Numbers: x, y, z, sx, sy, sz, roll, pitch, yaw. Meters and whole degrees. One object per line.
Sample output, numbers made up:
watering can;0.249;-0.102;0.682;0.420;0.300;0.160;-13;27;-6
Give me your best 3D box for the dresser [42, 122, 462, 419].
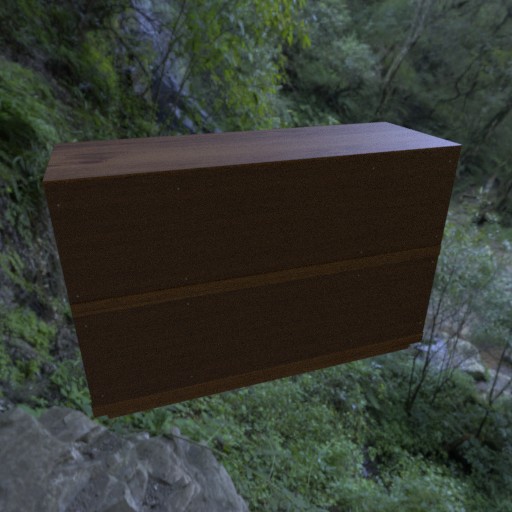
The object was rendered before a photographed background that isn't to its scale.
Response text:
dresser;0.000;0.000;1.640;1.261;0.825;0.479;-9;28;-16
